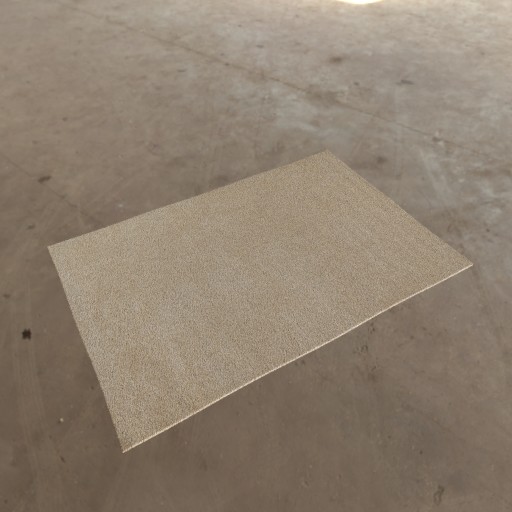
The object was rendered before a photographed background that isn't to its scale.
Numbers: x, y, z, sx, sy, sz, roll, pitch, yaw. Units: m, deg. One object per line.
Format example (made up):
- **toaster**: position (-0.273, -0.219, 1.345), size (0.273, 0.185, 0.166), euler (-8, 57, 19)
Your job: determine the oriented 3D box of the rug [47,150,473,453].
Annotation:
- **rug**: position (0.000, 0.000, 3.372), size (2.699, 0.025, 1.800), euler (-23, 50, -21)
